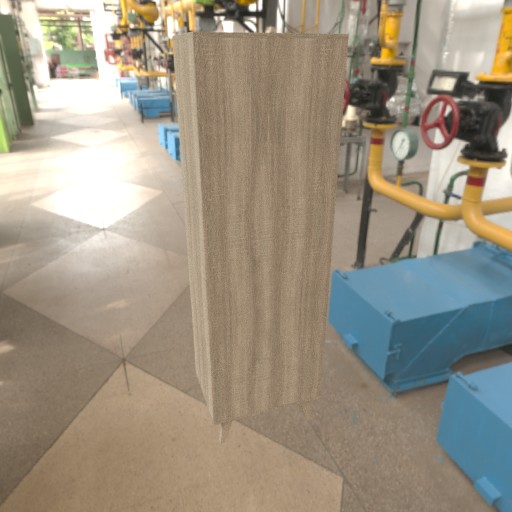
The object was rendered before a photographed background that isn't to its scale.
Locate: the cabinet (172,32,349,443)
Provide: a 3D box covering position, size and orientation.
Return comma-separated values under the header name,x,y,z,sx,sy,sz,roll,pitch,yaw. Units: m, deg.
name,x,y,z,sx,sy,sz,roll,pitch,yaw
cabinet,0.000,0.000,2.072,0.570,1.850,0.400,-8,26,-17
